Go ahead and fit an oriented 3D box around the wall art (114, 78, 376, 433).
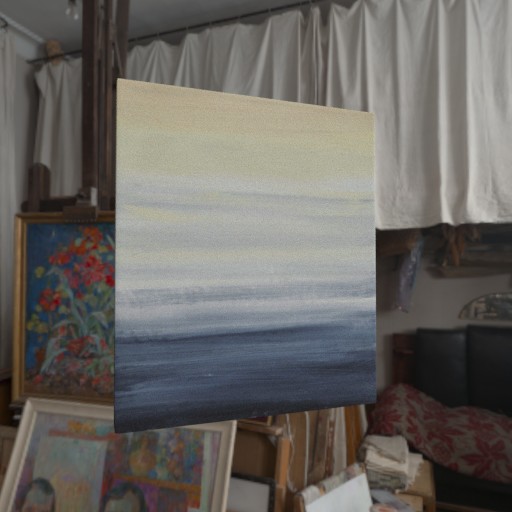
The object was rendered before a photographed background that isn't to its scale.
[{"bbox_3d":[0.000,0.000,1.002,0.608,0.710,0.041,1,-1,-20],"label":"wall art"}]
